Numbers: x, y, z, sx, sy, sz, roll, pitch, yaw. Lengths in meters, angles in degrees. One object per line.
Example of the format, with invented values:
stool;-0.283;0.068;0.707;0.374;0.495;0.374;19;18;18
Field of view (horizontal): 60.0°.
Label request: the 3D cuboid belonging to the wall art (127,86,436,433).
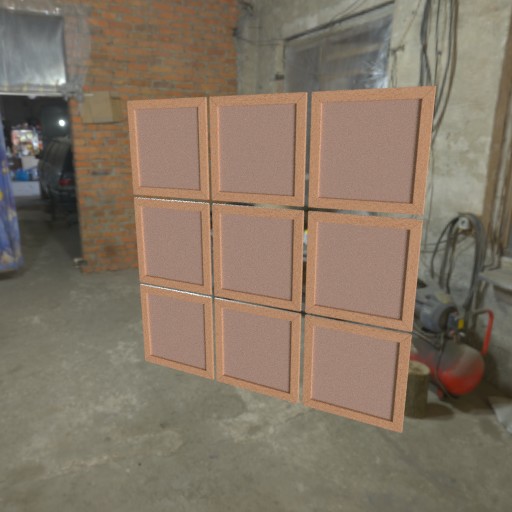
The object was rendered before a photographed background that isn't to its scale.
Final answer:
wall art;0.000;0.000;2.195;1.519;1.507;0.014;7;17;26
